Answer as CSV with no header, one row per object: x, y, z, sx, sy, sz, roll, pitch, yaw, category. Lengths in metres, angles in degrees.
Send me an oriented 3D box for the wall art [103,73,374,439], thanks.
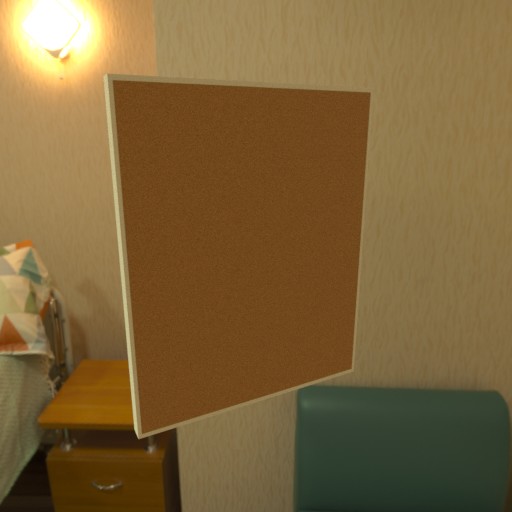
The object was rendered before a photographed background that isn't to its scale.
0.000,0.000,0.750,0.443,0.549,0.030,-8,18,-27,wall art
